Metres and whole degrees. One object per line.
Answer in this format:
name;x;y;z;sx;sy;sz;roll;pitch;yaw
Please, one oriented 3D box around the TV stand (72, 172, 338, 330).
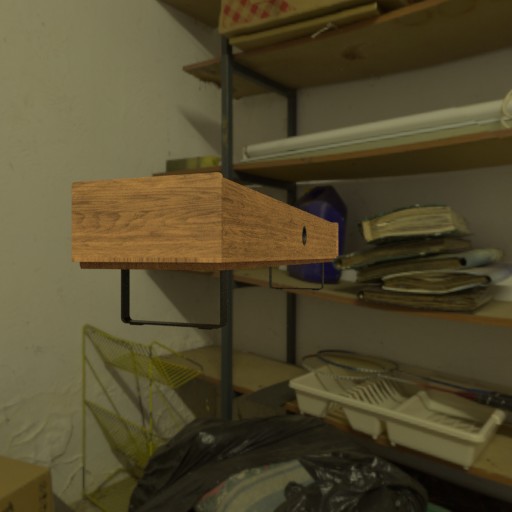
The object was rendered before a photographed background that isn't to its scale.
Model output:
TV stand;0.000;0.000;2.012;0.467;0.415;1.796;0;0;19
